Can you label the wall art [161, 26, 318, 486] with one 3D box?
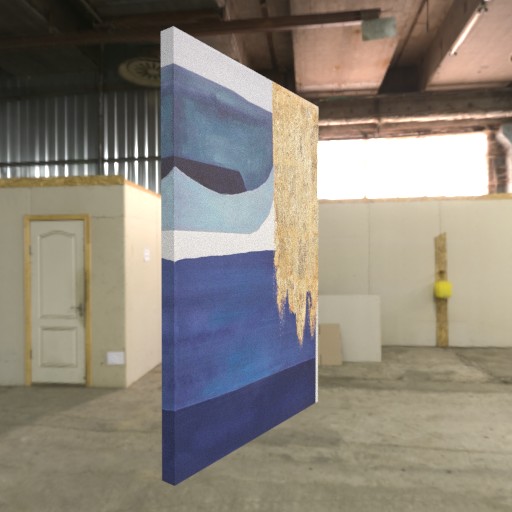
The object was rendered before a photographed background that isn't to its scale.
[{"bbox_3d":[0.000,0.000,1.135,0.039,0.911,0.607,1,1,35],"label":"wall art"}]
